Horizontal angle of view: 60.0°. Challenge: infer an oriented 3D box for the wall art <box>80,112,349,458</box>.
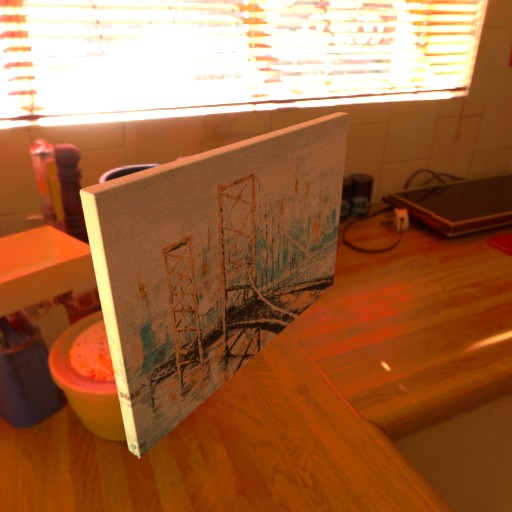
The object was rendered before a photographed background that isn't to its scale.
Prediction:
[{"bbox_3d":[0.000,0.000,1.167,0.038,0.609,0.913,18,32,32],"label":"wall art"}]
